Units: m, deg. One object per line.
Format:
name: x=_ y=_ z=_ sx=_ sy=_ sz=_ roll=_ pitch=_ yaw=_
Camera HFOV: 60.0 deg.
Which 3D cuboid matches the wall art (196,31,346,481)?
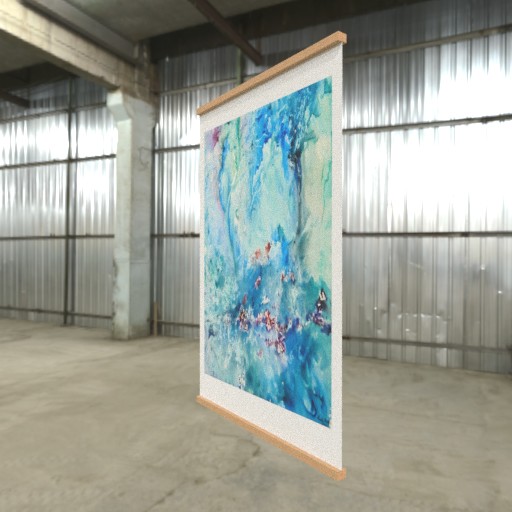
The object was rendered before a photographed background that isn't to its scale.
wall art: x=0.000 y=0.000 z=0.769 sx=0.016 sy=0.611 sz=0.401 roll=0 pitch=0 yaw=-36
